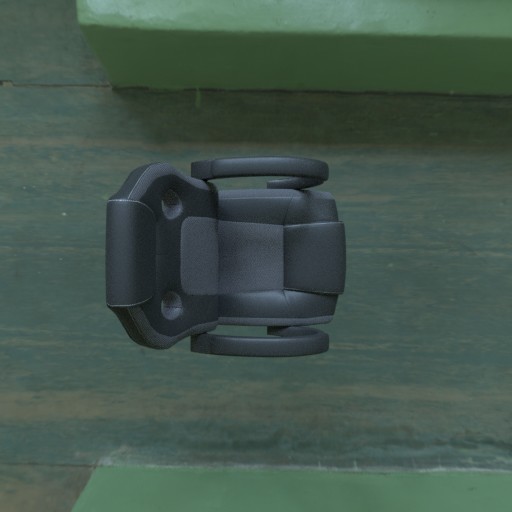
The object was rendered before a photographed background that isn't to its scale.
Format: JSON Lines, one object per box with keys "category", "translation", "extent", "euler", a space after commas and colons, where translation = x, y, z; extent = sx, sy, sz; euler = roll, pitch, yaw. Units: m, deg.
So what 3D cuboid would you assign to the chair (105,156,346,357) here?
{"category": "chair", "translation": [0.000, 0.000, 1.627], "extent": [0.724, 1.187, 0.673], "euler": [0, 89, 0]}
